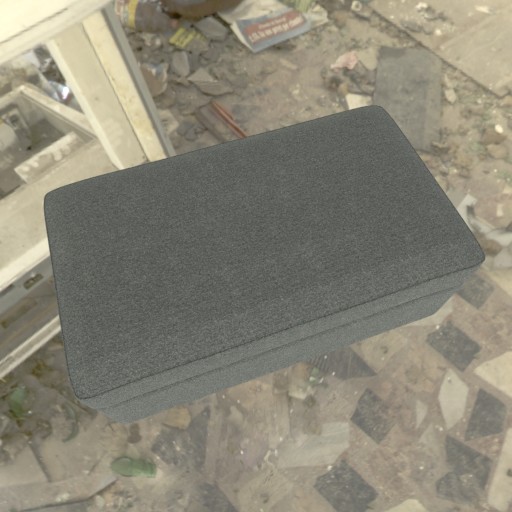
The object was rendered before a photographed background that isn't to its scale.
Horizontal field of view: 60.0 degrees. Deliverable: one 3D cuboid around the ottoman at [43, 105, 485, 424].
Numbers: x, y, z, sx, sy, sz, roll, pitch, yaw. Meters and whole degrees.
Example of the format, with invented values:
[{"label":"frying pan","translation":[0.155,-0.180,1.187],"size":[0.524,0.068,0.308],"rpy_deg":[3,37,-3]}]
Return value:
[{"label":"ottoman","translation":[0.000,0.000,1.474],"size":[1.173,0.494,0.681],"rpy_deg":[-17,62,-9]}]
